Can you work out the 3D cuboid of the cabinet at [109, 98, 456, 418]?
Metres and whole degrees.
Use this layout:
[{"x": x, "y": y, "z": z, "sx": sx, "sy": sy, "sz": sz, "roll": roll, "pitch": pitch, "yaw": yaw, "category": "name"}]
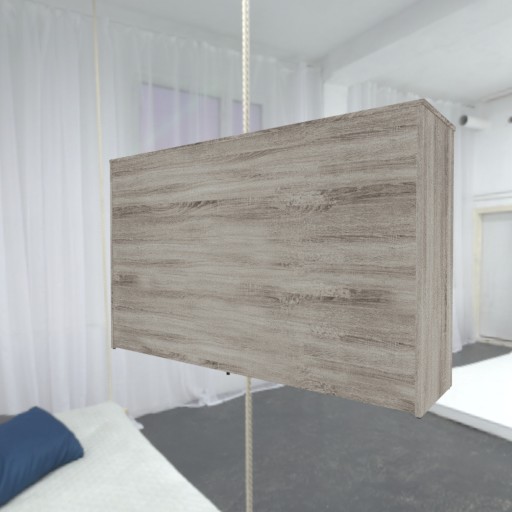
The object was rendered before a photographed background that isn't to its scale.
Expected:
[{"x": 0.000, "y": 0.000, "z": 1.826, "sx": 1.450, "sy": 0.900, "sz": 0.380, "roll": 1, "pitch": 1, "yaw": 37, "category": "cabinet"}]
